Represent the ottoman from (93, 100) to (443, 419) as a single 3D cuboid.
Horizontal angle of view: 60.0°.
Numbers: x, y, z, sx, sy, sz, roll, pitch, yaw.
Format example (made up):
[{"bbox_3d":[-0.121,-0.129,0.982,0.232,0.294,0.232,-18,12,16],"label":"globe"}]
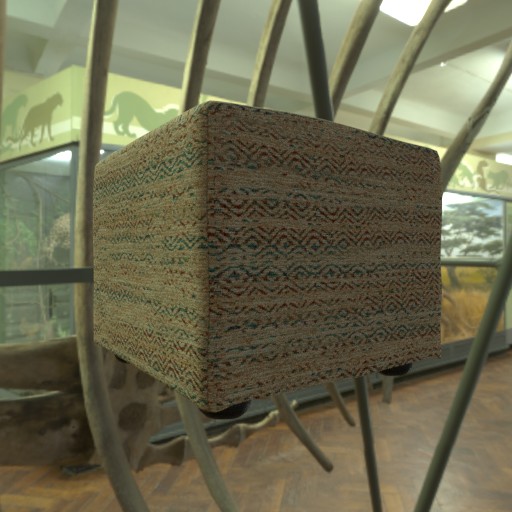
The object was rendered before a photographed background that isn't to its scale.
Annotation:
[{"bbox_3d":[0.000,0.000,0.891,0.512,0.453,0.521,0,1,-35],"label":"ottoman"}]
